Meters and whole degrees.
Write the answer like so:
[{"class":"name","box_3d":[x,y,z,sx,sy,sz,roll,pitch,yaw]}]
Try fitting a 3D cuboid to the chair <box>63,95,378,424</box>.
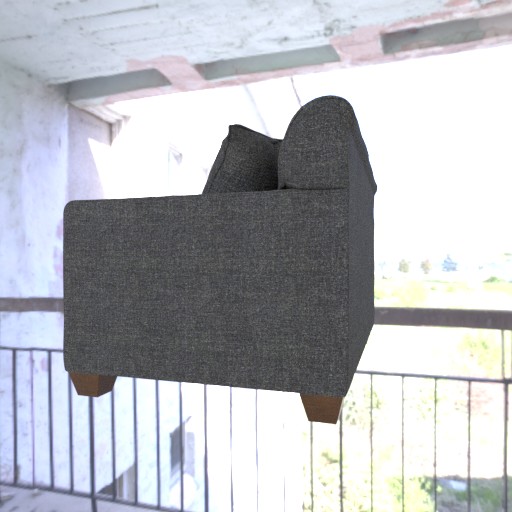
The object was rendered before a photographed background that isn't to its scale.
[{"class":"chair","box_3d":[0.000,0.000,1.988,1.000,0.948,1.383,0,0,18]}]
